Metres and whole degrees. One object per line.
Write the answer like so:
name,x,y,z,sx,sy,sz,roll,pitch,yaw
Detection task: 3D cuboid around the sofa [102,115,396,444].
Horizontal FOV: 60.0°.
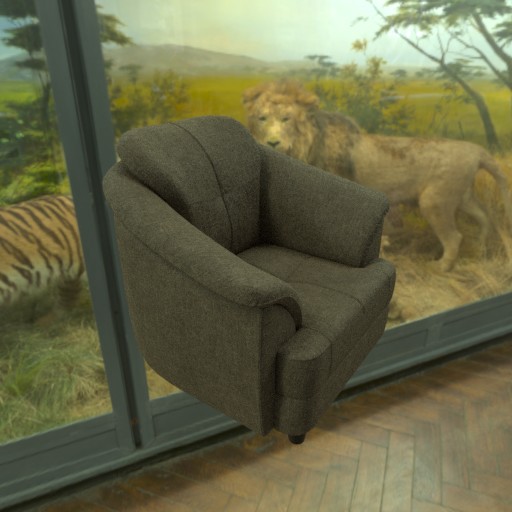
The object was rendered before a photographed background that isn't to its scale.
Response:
sofa,0.000,0.000,1.492,0.794,0.811,0.870,17,31,31
